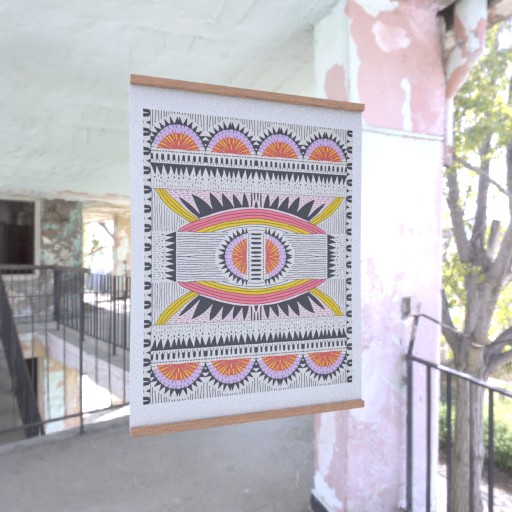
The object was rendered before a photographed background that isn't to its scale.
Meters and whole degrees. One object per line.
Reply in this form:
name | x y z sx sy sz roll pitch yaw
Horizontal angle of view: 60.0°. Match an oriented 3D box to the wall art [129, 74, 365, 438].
wall art | 0.000 0.000 0.830 0.456 0.609 0.028 0 0 -19
